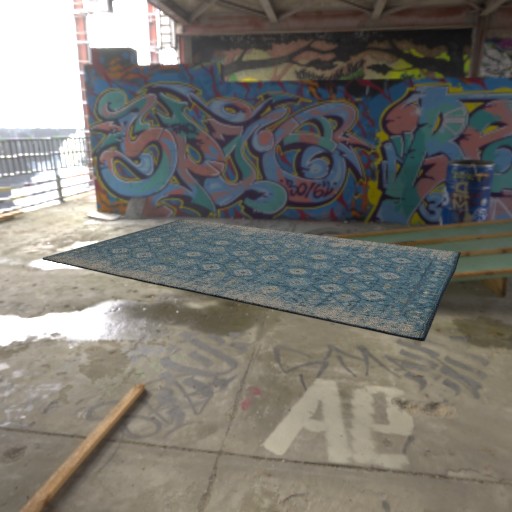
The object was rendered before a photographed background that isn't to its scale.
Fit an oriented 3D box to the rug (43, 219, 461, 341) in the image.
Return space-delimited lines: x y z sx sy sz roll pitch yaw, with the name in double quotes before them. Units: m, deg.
"rug" 0.000 0.000 3.028 2.449 0.015 1.530 9 18 28
